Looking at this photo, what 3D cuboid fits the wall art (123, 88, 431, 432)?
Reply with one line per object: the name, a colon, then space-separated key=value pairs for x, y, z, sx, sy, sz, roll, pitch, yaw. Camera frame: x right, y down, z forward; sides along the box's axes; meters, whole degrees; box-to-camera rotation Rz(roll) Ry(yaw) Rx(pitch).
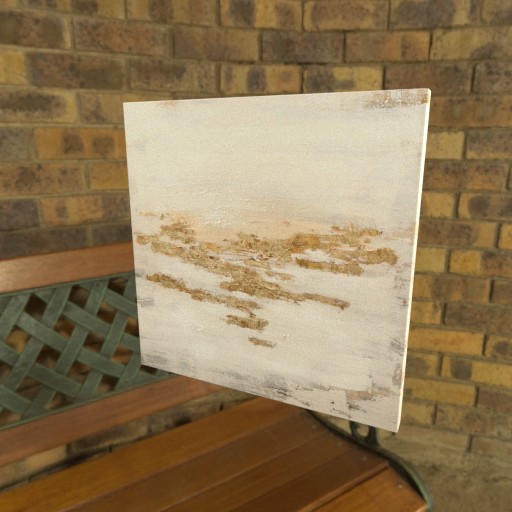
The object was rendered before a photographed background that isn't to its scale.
wall art: x=0.000 y=0.000 z=0.906 sx=0.611 sy=0.613 sz=0.040 roll=7 pitch=16 yaw=25
